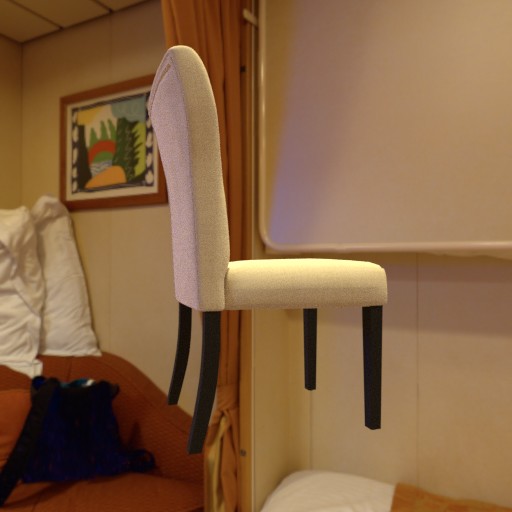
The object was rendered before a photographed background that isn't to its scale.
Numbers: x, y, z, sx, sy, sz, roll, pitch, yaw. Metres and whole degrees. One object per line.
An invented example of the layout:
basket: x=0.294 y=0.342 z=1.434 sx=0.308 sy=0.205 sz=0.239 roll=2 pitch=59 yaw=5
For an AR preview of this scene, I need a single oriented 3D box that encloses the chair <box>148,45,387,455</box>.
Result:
chair: x=0.000 y=0.000 z=1.283 sx=0.597 sy=0.921 sz=0.509 roll=0 pitch=-1 yaw=-18
